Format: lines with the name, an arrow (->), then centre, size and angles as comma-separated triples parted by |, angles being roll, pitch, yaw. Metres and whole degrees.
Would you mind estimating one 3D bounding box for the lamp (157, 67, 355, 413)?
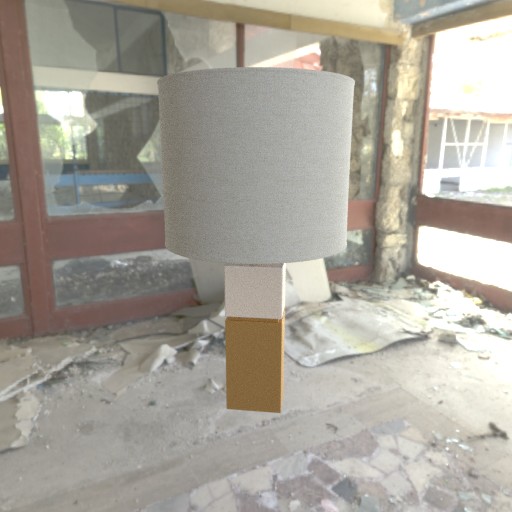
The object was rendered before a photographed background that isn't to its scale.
lamp -> 0.000, 0.000, 0.573 | 0.229, 0.417, 0.229 | 2, 14, 7
